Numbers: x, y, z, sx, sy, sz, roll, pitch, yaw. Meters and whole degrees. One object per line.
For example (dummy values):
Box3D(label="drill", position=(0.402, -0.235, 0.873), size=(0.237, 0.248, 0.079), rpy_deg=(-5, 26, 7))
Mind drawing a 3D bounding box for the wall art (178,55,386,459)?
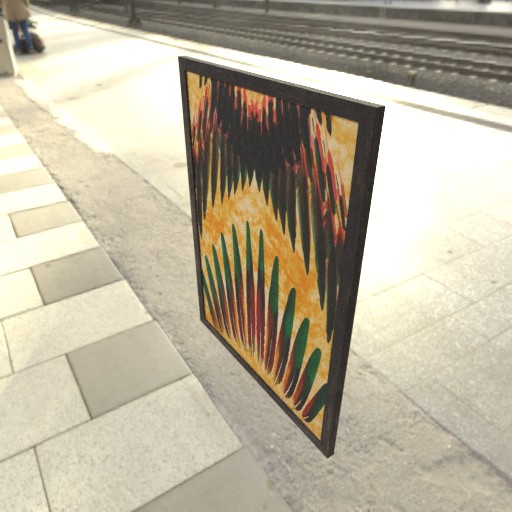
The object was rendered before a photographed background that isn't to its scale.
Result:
Box3D(label="wall art", position=(0.000, 0.000, 1.390), size=(0.029, 1.066, 0.812), rpy_deg=(-20, 37, -29))
